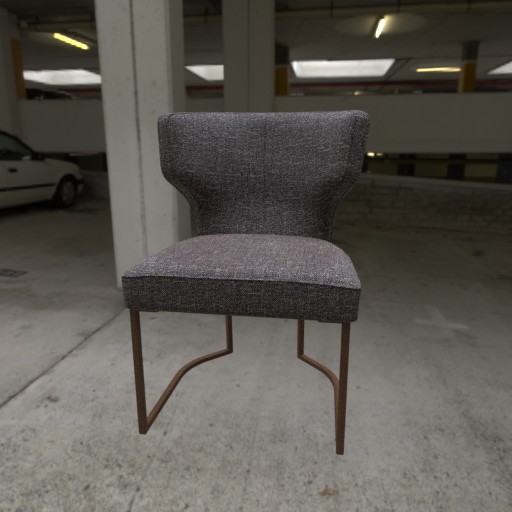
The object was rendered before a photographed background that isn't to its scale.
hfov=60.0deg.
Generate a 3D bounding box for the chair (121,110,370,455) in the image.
[{"bbox_3d":[0.000,0.000,1.281,0.611,0.824,0.617,2,14,9],"label":"chair"}]
